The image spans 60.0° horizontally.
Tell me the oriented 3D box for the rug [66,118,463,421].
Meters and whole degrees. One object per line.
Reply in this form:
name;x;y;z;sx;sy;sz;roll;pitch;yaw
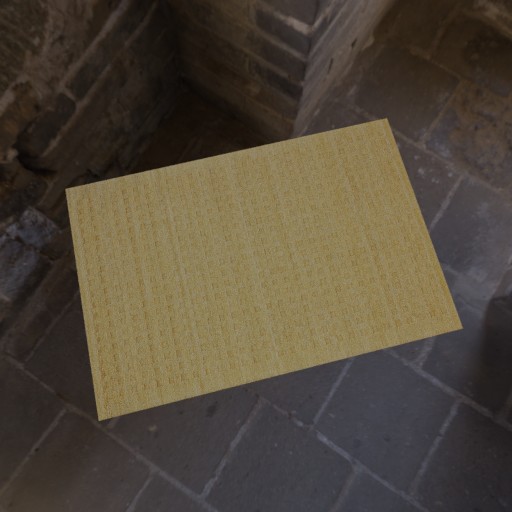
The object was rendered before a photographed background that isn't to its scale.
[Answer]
rug;0.000;0.000;2.886;2.286;0.006;1.524;-13;75;-4
